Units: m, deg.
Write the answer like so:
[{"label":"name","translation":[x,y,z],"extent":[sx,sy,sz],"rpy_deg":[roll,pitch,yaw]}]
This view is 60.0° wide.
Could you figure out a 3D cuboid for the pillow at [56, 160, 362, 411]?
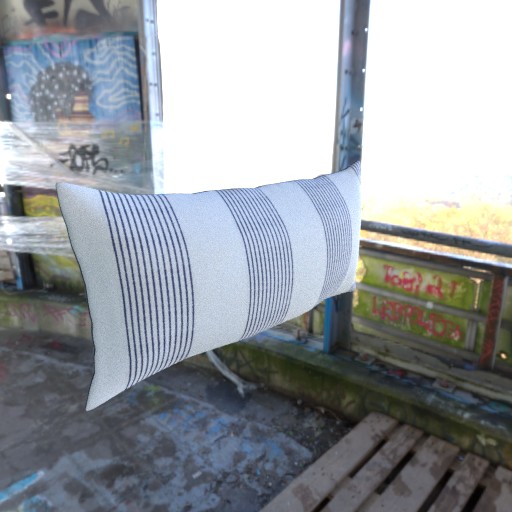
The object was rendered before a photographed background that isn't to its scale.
[{"label":"pillow","translation":[0.000,0.000,0.728],"extent":[0.610,0.287,0.151],"rpy_deg":[-15,22,-43]}]
